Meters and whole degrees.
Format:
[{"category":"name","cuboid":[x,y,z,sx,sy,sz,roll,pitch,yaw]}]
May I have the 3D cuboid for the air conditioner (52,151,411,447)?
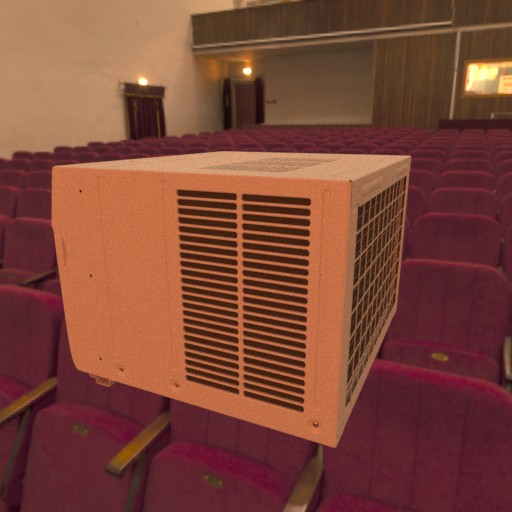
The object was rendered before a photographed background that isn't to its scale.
[{"category":"air conditioner","cuboid":[0.000,0.000,1.068,0.599,0.455,0.645,7,18,24]}]
